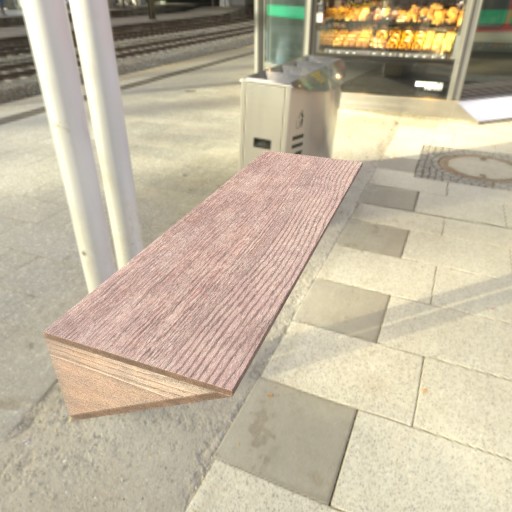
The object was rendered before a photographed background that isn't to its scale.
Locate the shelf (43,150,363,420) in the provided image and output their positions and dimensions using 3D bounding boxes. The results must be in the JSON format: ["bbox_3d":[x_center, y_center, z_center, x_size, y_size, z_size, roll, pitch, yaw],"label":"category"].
[{"bbox_3d":[0.000,0.000,0.670,0.200,0.125,0.610,11,33,18],"label":"shelf"}]
